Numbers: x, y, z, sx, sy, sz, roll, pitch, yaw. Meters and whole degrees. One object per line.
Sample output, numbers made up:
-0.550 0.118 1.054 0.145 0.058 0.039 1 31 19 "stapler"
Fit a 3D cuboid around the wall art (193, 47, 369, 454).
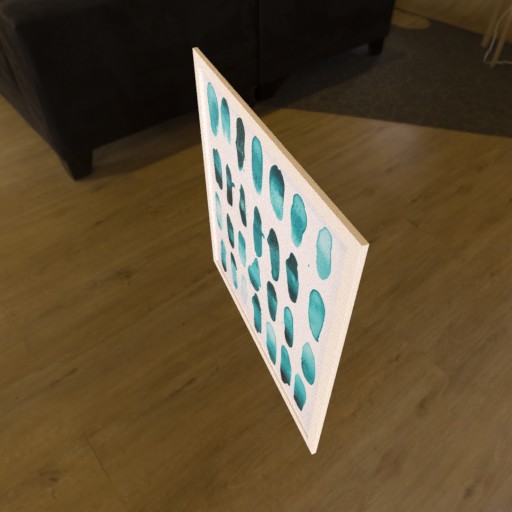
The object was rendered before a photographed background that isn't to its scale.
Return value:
0.000 0.000 0.827 0.009 0.559 0.558 -17 48 -16 "wall art"
